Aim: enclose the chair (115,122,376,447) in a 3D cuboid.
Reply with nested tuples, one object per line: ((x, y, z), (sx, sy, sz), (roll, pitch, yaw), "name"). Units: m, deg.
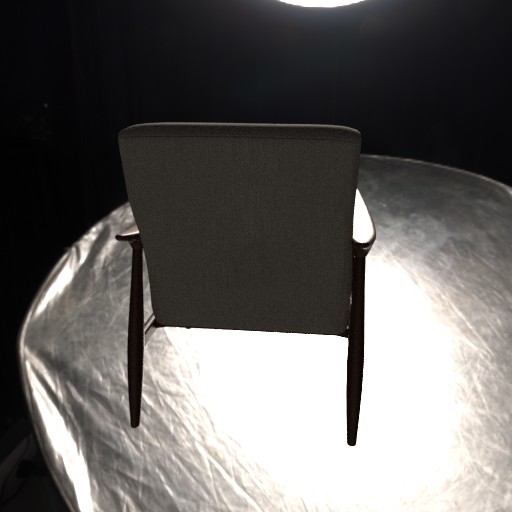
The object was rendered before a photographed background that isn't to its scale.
((0.000, 0.000, 1.459), (0.741, 0.832, 0.798), (2, 16, 7), "chair")
